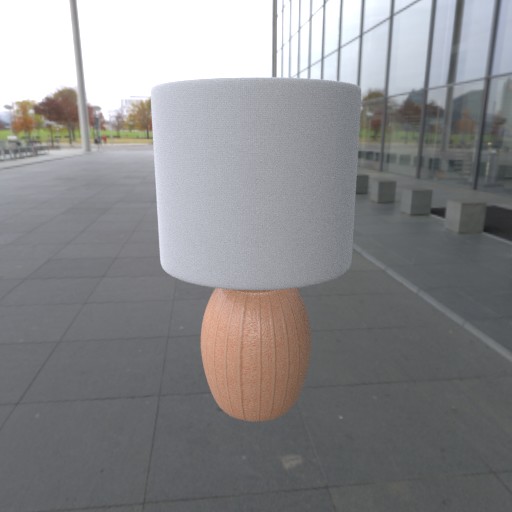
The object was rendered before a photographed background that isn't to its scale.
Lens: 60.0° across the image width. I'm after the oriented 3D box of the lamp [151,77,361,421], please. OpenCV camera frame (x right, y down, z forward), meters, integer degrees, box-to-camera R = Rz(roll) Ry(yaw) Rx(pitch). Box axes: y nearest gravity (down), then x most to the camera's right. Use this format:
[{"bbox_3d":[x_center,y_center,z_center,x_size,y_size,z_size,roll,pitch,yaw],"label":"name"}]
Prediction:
[{"bbox_3d":[0.000,0.000,0.778,0.329,0.570,0.329,0,15,0],"label":"lamp"}]
